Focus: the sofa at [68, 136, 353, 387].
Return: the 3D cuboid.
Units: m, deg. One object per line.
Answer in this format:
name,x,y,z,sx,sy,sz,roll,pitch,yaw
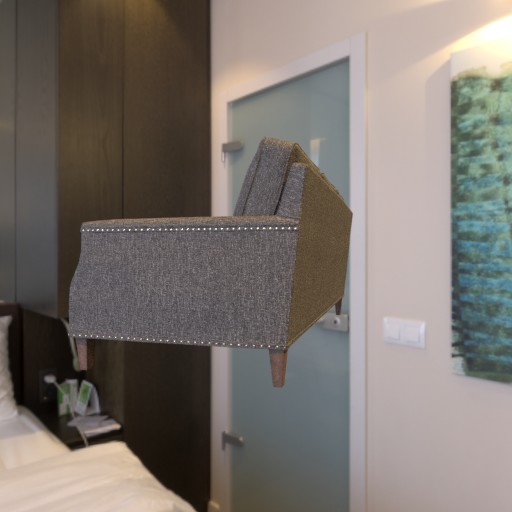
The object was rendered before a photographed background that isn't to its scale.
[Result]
sofa,0.000,0.000,2.855,1.084,1.003,2.246,0,0,17
